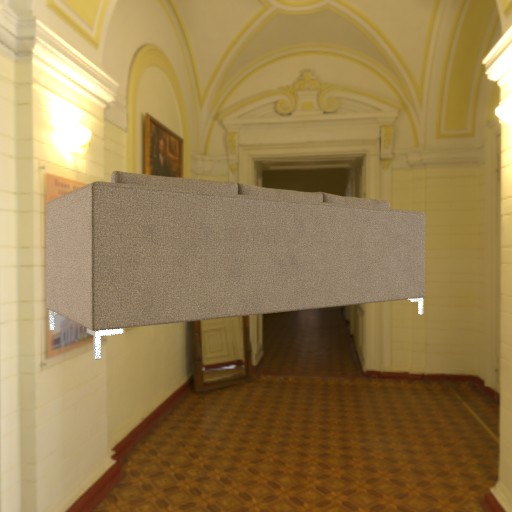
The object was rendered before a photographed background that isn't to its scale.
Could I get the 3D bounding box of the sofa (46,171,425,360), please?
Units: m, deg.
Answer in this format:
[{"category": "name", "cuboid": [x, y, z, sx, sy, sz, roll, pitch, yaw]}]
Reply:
[{"category": "sofa", "cuboid": [0.000, 0.000, 2.965, 2.415, 0.867, 0.969, 0, 0, -36]}]
